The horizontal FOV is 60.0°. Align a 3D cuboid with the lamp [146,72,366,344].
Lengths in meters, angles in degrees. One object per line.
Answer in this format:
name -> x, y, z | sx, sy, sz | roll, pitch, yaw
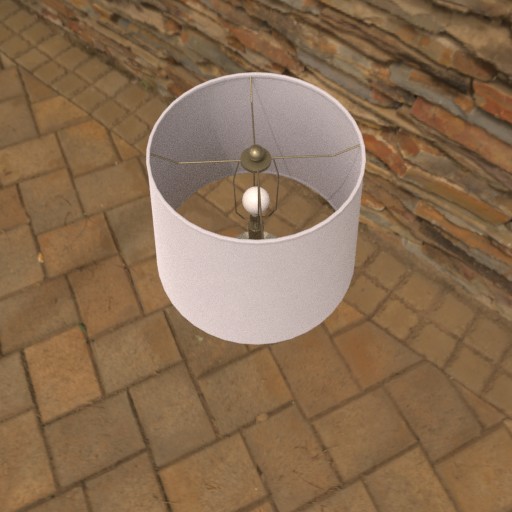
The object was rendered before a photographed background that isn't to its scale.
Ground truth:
lamp -> 0.000, 0.000, 0.557 | 0.239, 0.399, 0.239 | 0, 62, 0
